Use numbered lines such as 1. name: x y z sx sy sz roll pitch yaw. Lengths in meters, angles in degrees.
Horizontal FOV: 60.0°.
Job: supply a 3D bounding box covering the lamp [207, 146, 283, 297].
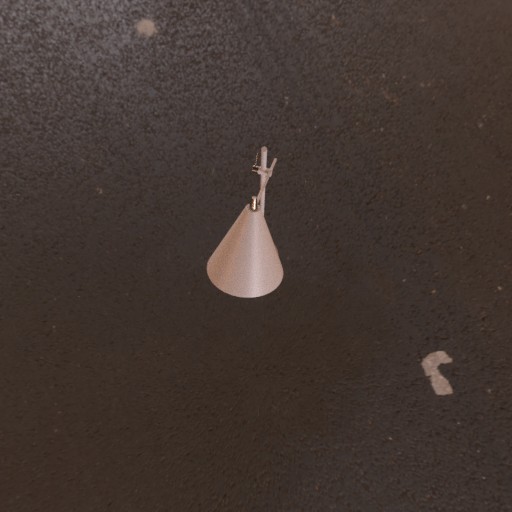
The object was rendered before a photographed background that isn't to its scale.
1. lamp: 0.000 0.000 1.639 0.223 1.430 0.508 14 76 4
